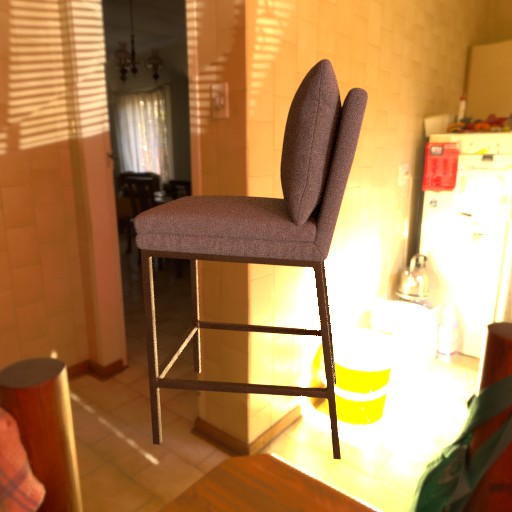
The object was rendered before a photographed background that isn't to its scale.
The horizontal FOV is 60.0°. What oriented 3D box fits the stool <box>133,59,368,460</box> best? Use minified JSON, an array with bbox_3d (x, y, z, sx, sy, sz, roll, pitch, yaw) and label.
[{"bbox_3d":[0.000,0.000,1.332,0.569,1.031,0.463,2,14,8],"label":"stool"}]
